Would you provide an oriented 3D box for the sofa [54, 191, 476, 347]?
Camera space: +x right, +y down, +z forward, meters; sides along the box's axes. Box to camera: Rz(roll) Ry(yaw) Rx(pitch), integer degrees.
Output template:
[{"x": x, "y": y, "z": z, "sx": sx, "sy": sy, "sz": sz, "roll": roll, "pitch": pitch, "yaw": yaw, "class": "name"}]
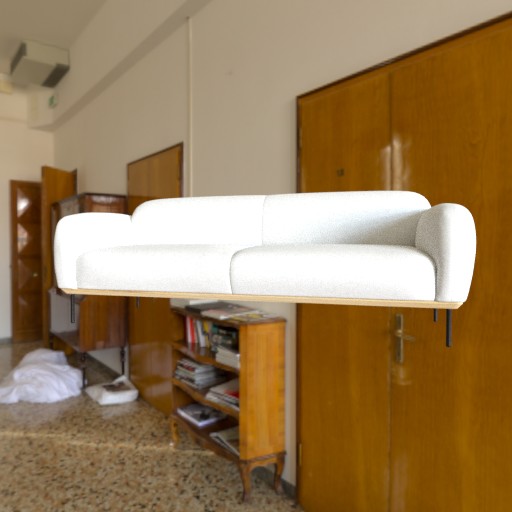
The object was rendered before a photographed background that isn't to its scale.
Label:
[{"x": 0.000, "y": 0.000, "z": 2.598, "sx": 2.257, "sy": 0.780, "sz": 0.880, "roll": 0, "pitch": 1, "yaw": 17, "class": "sofa"}]
